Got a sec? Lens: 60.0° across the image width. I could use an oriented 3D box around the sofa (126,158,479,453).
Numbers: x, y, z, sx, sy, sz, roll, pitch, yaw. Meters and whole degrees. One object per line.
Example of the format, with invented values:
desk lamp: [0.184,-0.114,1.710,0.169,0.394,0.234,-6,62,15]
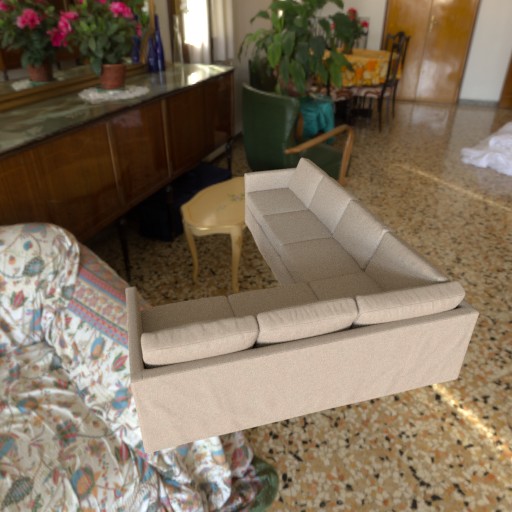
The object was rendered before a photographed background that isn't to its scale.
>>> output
sofa: [0.000,0.000,4.286,2.432,0.871,3.182,-8,32,-13]
